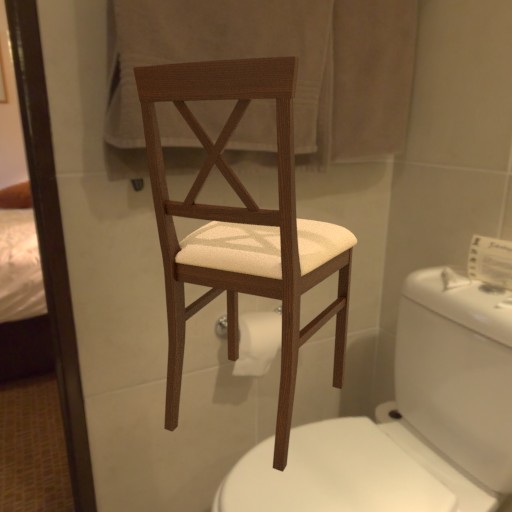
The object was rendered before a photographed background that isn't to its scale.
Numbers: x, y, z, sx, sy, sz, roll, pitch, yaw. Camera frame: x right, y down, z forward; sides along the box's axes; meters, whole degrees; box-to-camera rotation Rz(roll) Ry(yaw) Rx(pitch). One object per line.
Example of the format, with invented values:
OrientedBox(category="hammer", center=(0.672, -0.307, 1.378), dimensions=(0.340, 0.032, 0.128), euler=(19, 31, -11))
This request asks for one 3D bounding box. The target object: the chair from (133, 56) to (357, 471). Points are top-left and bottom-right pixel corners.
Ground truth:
OrientedBox(category="chair", center=(0.000, 0.000, 1.189), dimensions=(0.440, 0.913, 0.480), euler=(8, 18, 25))
